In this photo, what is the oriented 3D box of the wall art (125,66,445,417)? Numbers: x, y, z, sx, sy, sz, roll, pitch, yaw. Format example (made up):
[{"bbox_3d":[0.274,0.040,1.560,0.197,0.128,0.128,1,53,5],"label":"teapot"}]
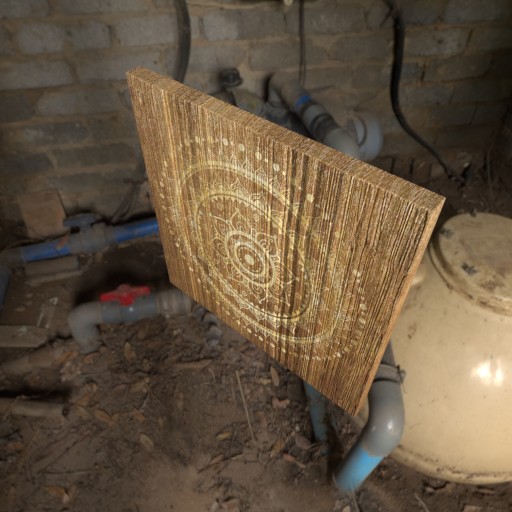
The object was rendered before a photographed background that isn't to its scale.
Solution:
[{"bbox_3d":[0.000,0.000,0.914,0.611,0.608,0.042,31,54,27],"label":"wall art"}]
